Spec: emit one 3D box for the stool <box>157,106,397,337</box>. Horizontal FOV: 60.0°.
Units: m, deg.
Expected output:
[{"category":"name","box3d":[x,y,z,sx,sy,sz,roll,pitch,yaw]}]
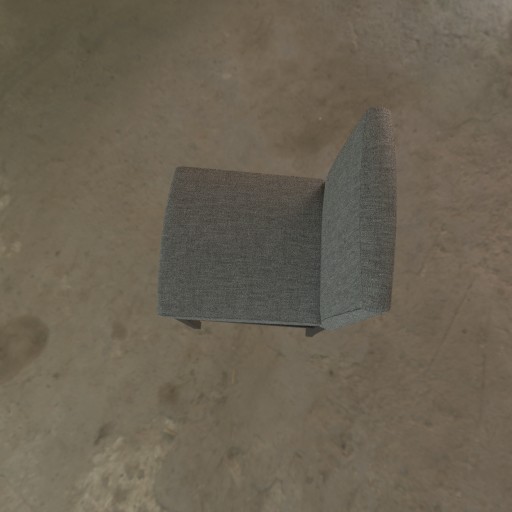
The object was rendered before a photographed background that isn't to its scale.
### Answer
[{"category":"stool","box3d":[0.000,0.000,1.415,0.552,1.138,0.451,4,76,1]}]
